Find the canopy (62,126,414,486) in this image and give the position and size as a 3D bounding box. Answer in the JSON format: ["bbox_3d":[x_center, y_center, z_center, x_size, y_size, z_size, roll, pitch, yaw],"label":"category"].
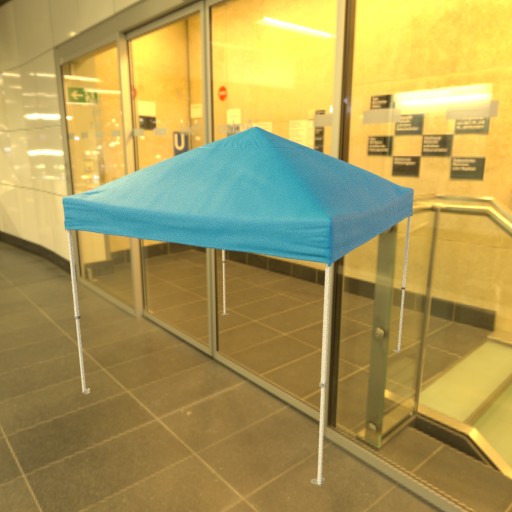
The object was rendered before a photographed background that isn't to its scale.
[{"bbox_3d":[0.000,0.000,5.330,2.998,2.997,2.996,8,15,29],"label":"canopy"}]
